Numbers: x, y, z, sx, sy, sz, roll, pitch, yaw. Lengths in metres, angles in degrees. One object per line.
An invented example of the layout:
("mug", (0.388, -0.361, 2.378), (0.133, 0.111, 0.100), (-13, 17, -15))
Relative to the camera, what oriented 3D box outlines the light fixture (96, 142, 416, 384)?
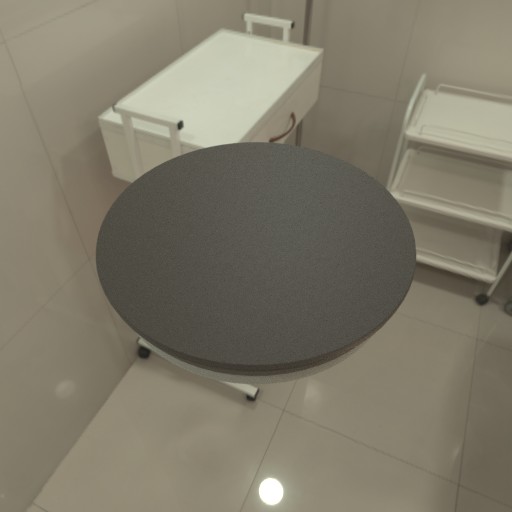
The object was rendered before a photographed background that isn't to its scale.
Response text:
("light fixture", (0.000, 0.000, 0.557), (0.368, 0.100, 0.368), (0, 46, 0))
